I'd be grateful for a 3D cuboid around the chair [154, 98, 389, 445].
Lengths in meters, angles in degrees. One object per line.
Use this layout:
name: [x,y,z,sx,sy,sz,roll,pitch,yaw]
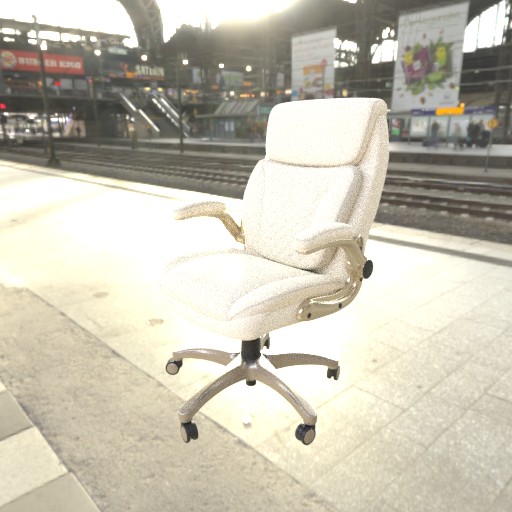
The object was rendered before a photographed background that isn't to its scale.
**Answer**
chair: [0.000,0.000,1.624,0.740,1.110,0.794,15,22,42]
